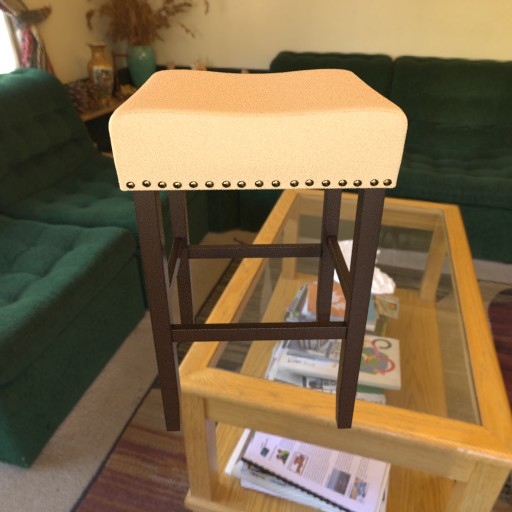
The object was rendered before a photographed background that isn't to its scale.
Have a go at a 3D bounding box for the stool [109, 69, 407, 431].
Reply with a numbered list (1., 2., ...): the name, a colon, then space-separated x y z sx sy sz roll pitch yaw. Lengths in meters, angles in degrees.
1. stool: 0.000 0.000 1.035 0.471 0.762 0.401 -1 31 -1
